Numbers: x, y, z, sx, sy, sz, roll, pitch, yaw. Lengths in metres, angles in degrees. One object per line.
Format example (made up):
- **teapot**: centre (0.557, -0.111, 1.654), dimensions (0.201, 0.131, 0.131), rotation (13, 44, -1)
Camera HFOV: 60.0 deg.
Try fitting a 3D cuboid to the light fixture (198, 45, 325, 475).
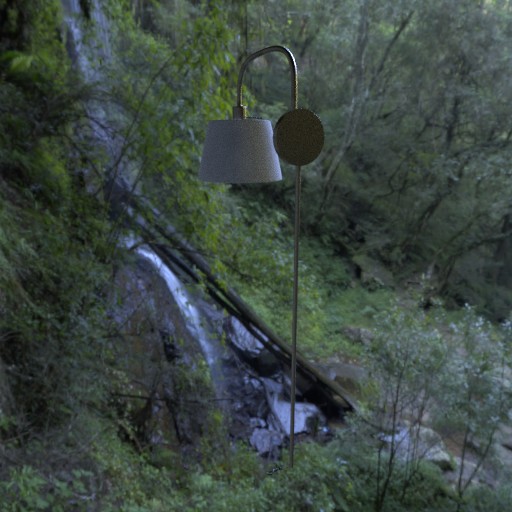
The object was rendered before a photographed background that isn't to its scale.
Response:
- **light fixture**: centre (0.000, 0.000, 0.470), dimensions (0.092, 0.399, 0.176), rotation (-7, 16, -24)
